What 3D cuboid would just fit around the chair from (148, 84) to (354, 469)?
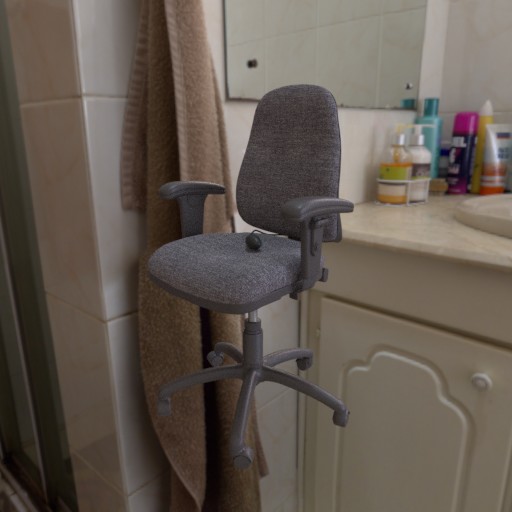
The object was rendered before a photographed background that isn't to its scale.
[{"bbox_3d":[0.000,0.000,1.227,0.550,0.910,0.530,15,21,43],"label":"chair"}]
